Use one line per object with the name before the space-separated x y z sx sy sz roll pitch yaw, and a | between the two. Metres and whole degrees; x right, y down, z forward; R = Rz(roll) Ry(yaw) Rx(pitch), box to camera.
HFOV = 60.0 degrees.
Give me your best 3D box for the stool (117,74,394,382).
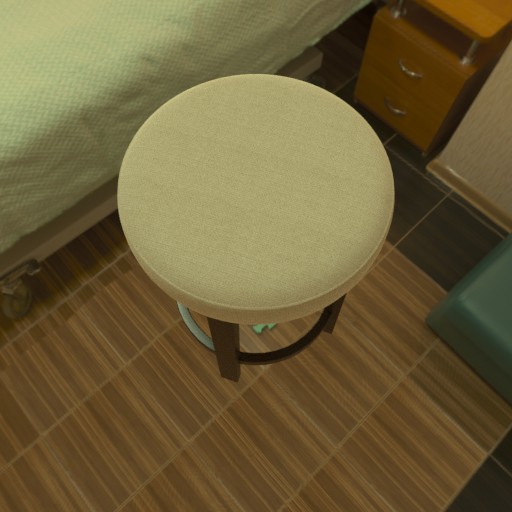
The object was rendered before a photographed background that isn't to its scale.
stool | 0.000 0.000 0.949 0.449 0.655 0.449 0 66 0
